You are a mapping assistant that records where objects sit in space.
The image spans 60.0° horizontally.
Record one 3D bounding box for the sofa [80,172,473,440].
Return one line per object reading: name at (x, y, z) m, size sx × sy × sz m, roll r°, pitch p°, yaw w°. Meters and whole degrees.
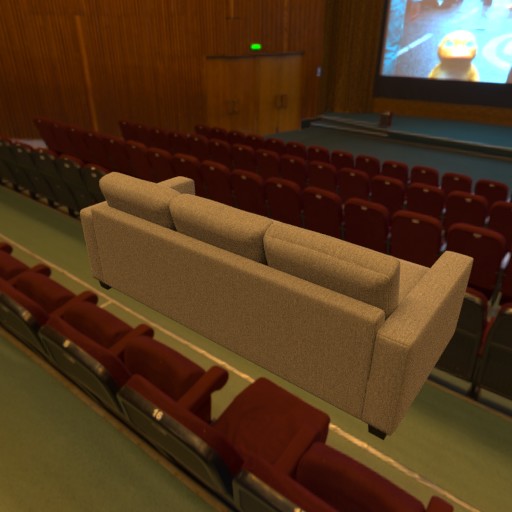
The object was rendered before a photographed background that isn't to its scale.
sofa at (0.000, 0.000, 2.569) m, size 2.120 × 0.800 × 0.900 m, roll 20°, pitch 34°, yaw 33°
